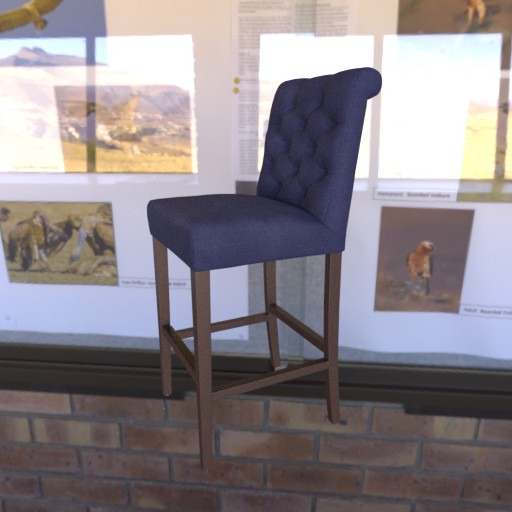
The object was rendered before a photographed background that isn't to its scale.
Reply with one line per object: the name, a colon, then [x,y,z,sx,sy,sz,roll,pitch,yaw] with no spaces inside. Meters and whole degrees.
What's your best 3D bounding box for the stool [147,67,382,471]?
stool: [0.000,0.000,1.463,0.601,1.140,0.493,-8,18,-25]
